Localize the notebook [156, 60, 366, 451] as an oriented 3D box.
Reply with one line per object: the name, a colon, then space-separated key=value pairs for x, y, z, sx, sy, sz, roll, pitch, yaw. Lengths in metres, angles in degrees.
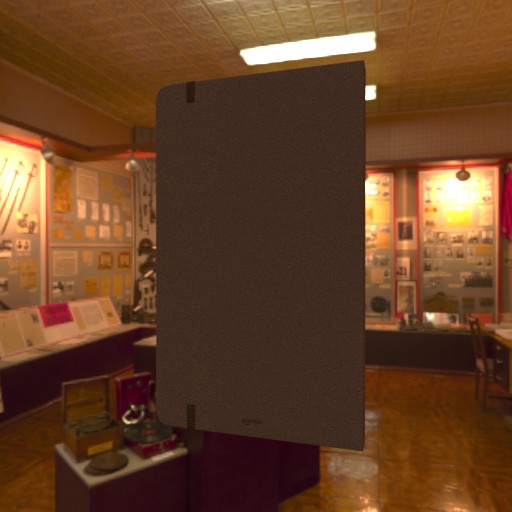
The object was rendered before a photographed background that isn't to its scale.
notebook: x=0.000 y=0.000 z=0.266 sx=0.127 sy=0.213 sz=0.016 roll=0 pitch=0 yaw=17
